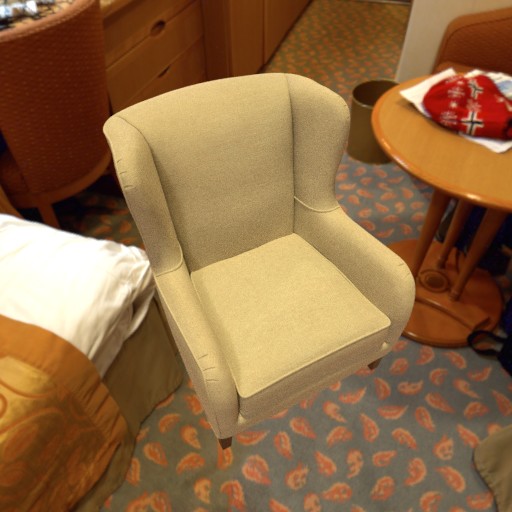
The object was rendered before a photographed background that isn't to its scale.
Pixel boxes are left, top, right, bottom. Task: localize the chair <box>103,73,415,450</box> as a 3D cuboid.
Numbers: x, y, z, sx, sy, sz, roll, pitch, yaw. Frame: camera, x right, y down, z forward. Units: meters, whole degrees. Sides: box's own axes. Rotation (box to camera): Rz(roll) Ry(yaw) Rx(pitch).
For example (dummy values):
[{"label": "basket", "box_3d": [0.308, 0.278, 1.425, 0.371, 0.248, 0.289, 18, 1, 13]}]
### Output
[{"label": "chair", "box_3d": [0.000, 0.000, 1.736, 0.838, 1.040, 0.966, -21, 50, -19]}]
